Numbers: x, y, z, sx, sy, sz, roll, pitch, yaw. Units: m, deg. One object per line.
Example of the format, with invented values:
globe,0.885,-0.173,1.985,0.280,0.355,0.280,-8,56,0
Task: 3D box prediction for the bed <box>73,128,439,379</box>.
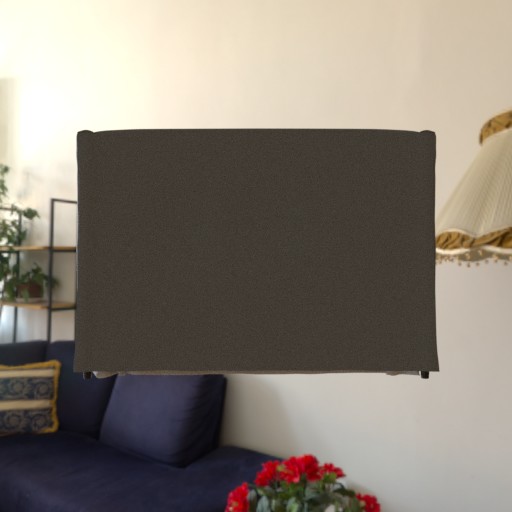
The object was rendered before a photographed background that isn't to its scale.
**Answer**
bed,0.000,0.000,3.444,1.925,1.332,2.276,0,-1,0
